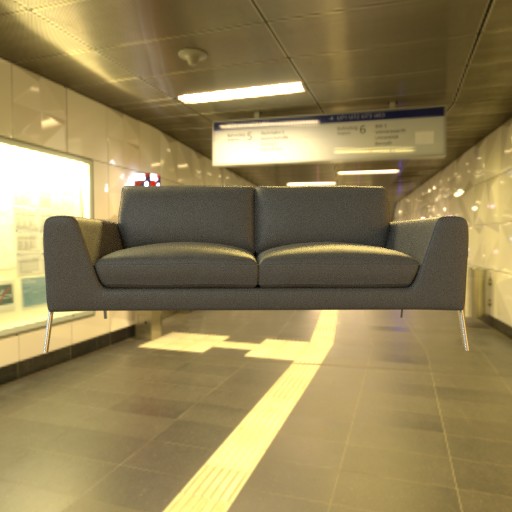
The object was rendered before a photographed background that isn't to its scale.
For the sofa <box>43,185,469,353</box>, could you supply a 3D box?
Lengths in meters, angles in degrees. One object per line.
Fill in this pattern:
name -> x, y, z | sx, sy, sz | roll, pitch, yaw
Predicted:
sofa -> 0.000, 0.000, 2.536 | 2.017, 0.875, 0.953 | 0, 2, -1
